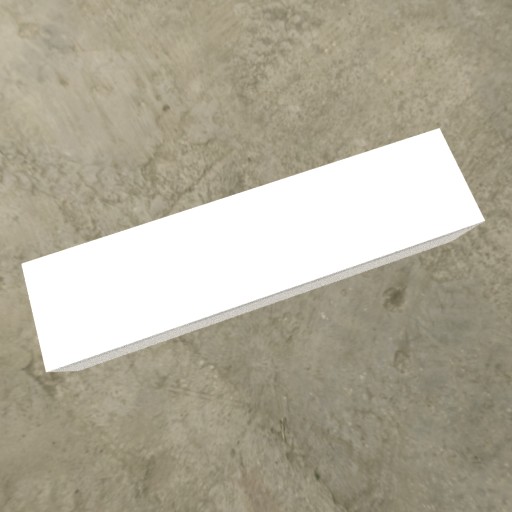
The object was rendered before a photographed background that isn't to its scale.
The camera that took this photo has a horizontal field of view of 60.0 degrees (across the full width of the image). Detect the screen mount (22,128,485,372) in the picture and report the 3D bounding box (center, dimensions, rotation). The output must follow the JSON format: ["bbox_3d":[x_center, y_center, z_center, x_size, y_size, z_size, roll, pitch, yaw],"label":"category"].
[{"bbox_3d":[0.000,0.000,1.820,1.644,0.432,0.399,-19,77,-4],"label":"screen mount"}]
